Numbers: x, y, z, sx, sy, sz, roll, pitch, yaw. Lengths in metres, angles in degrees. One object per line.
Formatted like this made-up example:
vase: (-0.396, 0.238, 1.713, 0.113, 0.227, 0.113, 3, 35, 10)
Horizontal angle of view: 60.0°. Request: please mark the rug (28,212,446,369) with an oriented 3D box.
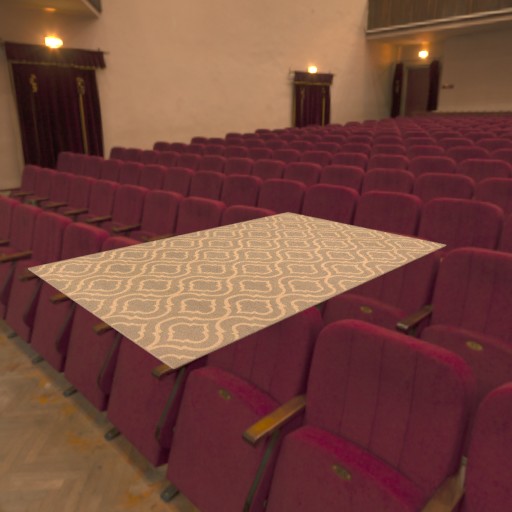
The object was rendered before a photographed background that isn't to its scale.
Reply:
rug: (0.000, 0.000, 2.182, 1.749, 0.015, 1.141, -16, 24, -42)
